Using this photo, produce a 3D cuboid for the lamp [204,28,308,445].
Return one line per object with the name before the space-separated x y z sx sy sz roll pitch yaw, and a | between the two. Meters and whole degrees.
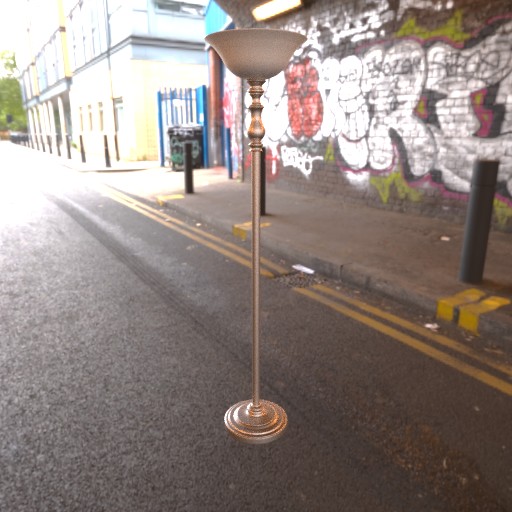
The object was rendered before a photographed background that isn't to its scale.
lamp | 0.000 0.000 1.986 0.405 1.771 0.405 2 16 8
